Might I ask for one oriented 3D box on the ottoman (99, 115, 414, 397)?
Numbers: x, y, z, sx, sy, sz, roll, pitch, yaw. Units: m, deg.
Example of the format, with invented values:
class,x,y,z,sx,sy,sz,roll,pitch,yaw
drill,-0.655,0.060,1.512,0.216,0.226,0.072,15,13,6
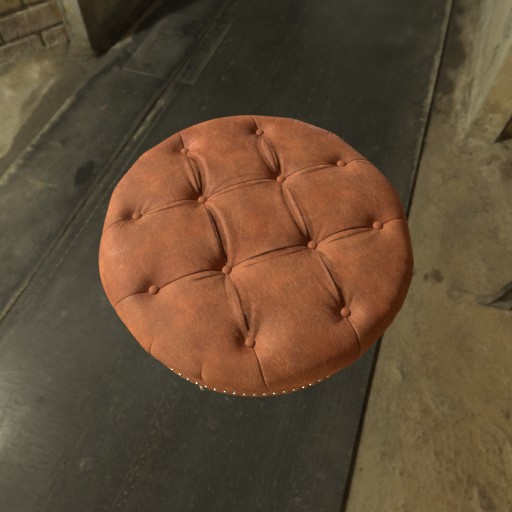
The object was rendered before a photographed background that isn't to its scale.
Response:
class,x,y,z,sx,sy,sz,roll,pitch,yaw
ottoman,0.000,0.000,1.392,0.901,0.444,0.901,0,59,0
